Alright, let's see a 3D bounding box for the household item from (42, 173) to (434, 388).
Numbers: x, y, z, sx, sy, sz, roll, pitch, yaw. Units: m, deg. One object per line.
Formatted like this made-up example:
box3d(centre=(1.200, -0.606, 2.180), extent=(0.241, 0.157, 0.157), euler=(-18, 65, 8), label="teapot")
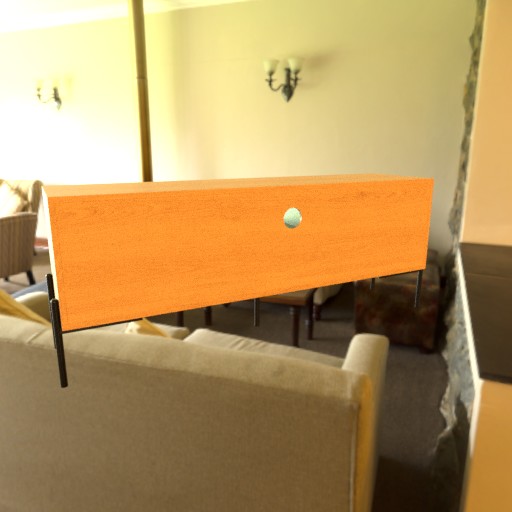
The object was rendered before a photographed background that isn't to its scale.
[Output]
box3d(centre=(0.000, 0.000, 1.807), extent=(1.550, 0.600, 0.400), euler=(-7, 16, -26), label="household item")
